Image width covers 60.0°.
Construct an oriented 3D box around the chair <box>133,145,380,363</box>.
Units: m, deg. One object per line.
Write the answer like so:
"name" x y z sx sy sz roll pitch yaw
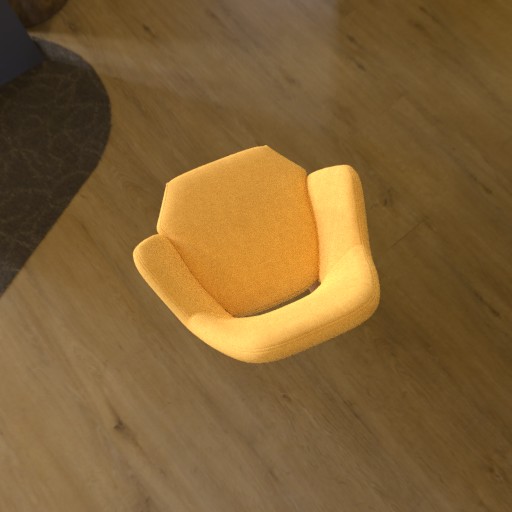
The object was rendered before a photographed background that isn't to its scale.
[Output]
"chair" 0.000 0.000 1.271 0.590 0.840 0.610 -22 75 -6
